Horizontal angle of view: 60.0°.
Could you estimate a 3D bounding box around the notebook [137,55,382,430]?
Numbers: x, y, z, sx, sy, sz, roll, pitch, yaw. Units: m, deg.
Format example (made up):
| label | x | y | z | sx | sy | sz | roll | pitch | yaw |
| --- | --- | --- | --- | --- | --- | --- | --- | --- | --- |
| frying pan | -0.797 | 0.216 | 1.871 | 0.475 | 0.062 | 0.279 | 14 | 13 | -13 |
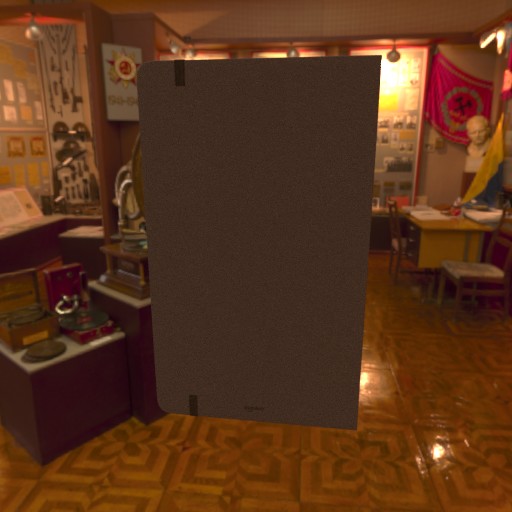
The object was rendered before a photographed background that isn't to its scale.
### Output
| label | x | y | z | sx | sy | sz | roll | pitch | yaw |
| --- | --- | --- | --- | --- | --- | --- | --- | --- | --- |
| notebook | 0.000 | 0.000 | 0.260 | 0.127 | 0.213 | 0.016 | 2 | 15 | 8 |
